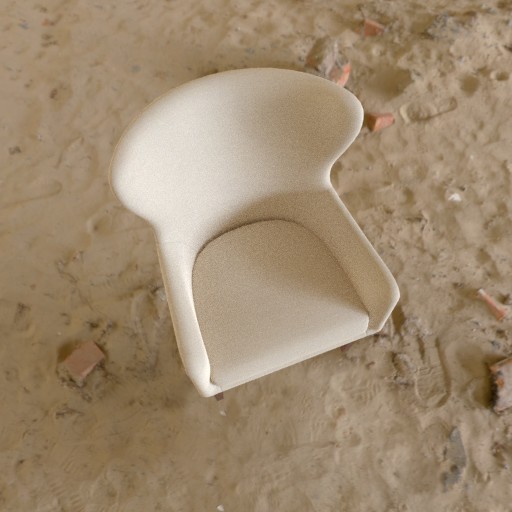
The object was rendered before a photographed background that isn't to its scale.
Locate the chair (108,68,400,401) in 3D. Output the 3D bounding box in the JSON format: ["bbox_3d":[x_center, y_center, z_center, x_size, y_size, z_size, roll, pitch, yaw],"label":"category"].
[{"bbox_3d":[0.000,0.000,1.520,0.696,0.990,0.744,-19,66,-9],"label":"chair"}]
